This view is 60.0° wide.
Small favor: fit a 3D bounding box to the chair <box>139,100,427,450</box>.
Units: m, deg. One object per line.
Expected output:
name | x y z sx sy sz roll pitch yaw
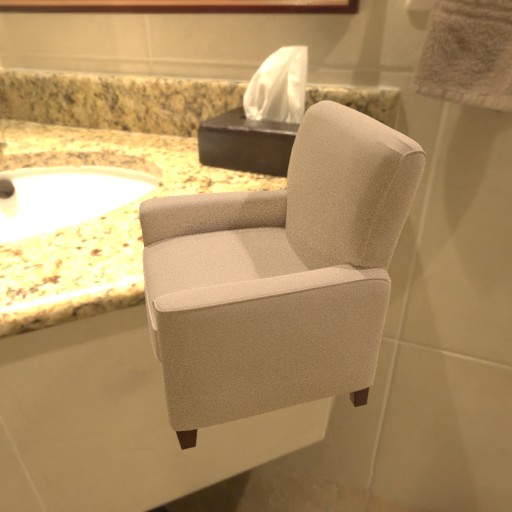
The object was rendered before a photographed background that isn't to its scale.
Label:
chair | 0.000 0.000 1.690 0.858 1.028 0.841 -8 31 -14
